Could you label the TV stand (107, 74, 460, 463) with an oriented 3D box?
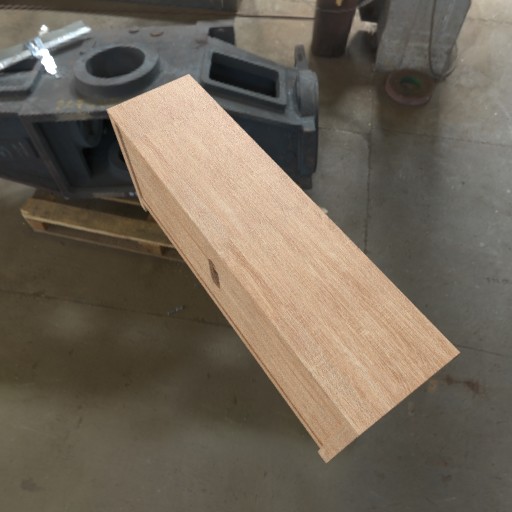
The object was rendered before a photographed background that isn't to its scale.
[{"bbox_3d":[0.000,0.000,1.741,0.398,0.610,1.466,-31,64,-17],"label":"TV stand"}]
